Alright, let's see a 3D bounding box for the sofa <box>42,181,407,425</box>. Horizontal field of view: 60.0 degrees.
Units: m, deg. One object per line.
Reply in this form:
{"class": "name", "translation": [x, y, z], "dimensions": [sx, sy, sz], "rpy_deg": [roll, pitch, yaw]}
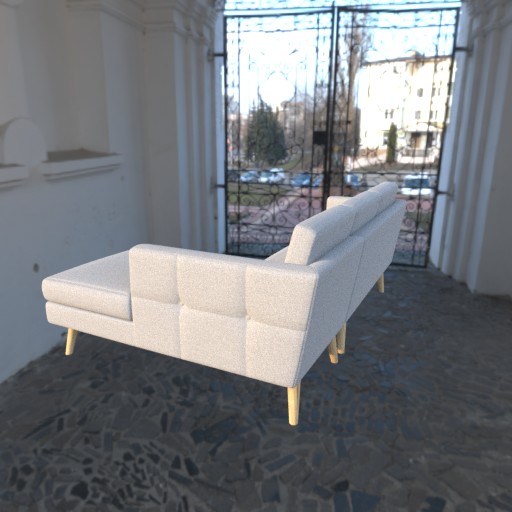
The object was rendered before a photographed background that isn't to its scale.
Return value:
{"class": "sofa", "translation": [0.000, 0.000, 2.870], "dimensions": [1.530, 0.860, 2.040], "rpy_deg": [8, 18, 26]}
